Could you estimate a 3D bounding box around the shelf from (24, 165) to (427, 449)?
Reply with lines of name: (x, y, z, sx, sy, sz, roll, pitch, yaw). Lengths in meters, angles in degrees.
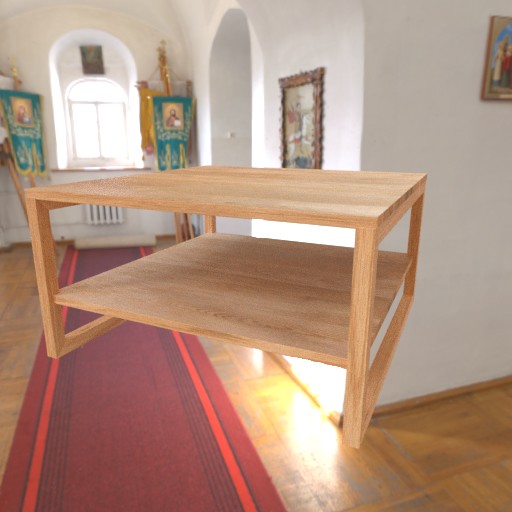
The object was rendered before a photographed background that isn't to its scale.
shelf: (0.000, 0.000, 1.413, 0.899, 0.480, 0.899, 7, 17, 25)
